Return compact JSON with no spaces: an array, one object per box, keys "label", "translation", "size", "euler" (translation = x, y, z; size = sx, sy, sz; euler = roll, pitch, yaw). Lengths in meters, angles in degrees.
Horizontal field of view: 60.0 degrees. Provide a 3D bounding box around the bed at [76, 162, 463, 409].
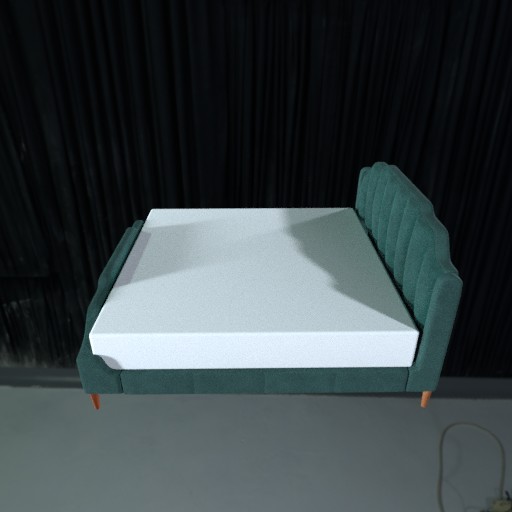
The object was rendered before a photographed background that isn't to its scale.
[{"label":"bed","translation":[0.000,0.000,3.583],"size":[2.340,1.245,2.074],"euler":[0,29,-1]}]
